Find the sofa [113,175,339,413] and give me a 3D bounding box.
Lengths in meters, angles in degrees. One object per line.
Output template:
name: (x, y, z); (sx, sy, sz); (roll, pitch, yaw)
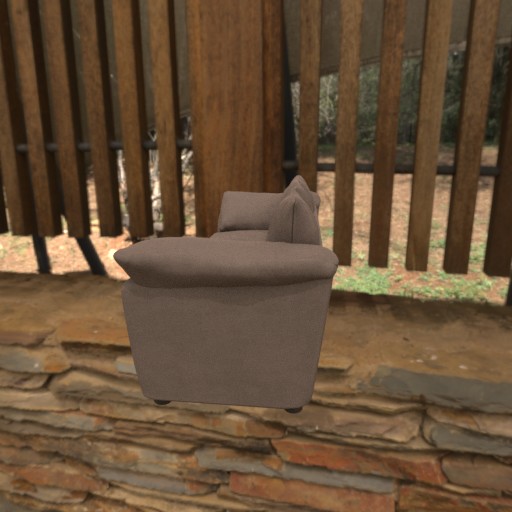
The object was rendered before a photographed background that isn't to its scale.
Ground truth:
sofa: (0.000, 0.000, 2.856); (0.893, 0.981, 2.377); (2, 14, 6)
